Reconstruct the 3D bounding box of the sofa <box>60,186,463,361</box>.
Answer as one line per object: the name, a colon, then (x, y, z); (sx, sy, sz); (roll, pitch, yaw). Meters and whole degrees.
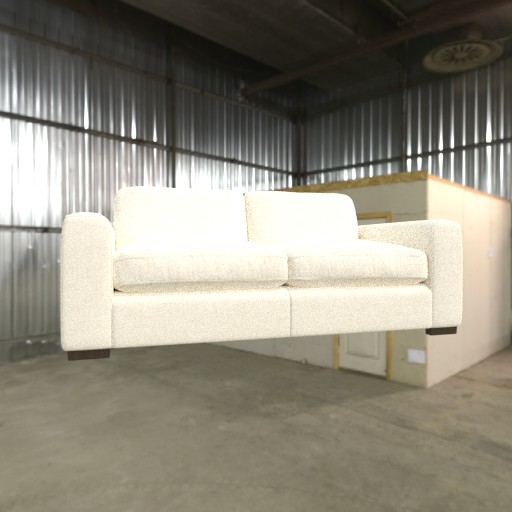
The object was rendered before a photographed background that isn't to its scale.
sofa: (0.000, 0.000, 2.482); (1.920, 0.801, 1.069); (0, 1, -17)
